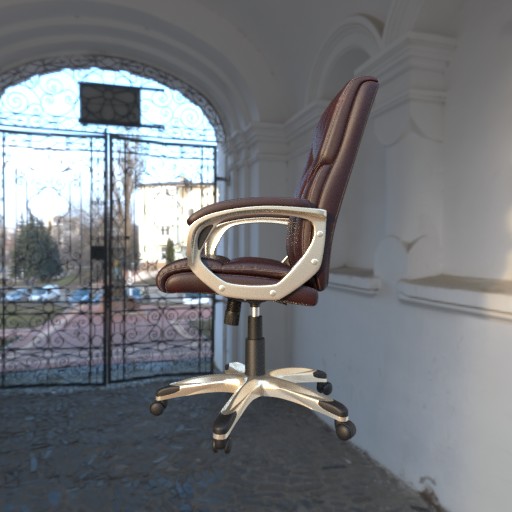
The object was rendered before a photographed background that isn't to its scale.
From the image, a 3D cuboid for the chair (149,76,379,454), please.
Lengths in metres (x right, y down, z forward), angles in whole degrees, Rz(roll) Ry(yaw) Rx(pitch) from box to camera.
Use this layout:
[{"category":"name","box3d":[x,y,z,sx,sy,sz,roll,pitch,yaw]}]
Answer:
[{"category":"chair","box3d":[0.000,0.000,1.544,0.739,1.107,0.662,0,1,-1]}]
